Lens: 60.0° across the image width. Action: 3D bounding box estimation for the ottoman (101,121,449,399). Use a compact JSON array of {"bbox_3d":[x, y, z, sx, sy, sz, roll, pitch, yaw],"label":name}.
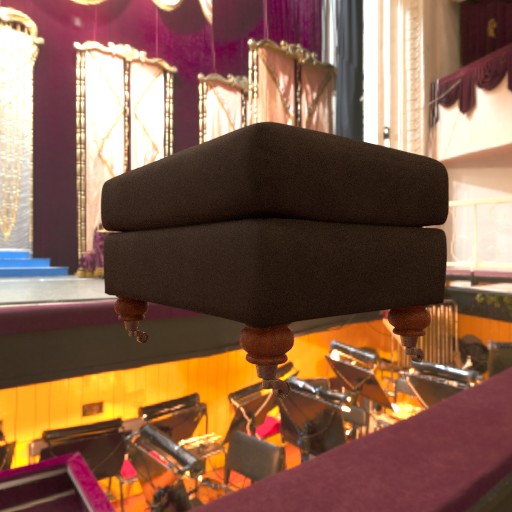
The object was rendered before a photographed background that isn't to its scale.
[{"bbox_3d":[0.000,0.000,1.138,0.574,0.497,0.773,0,0,-37],"label":"ottoman"}]
